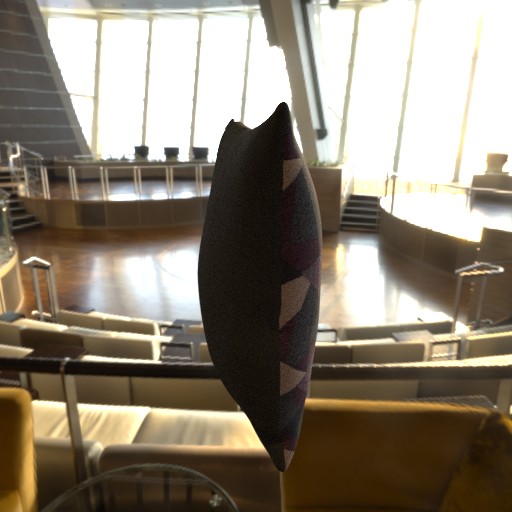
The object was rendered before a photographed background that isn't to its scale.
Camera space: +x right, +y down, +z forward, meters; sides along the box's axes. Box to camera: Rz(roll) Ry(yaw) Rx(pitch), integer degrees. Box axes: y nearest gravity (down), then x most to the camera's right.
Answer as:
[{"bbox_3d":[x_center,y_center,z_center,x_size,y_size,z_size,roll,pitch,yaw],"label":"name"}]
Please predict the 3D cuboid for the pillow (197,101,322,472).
[{"bbox_3d":[0.000,0.000,0.791,0.208,0.496,0.503,-3,16,-9],"label":"pillow"}]
